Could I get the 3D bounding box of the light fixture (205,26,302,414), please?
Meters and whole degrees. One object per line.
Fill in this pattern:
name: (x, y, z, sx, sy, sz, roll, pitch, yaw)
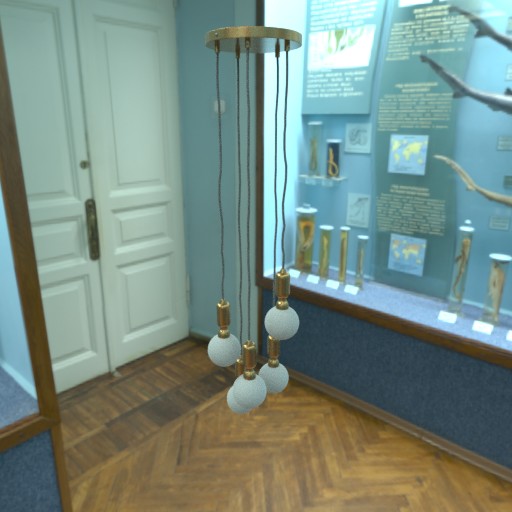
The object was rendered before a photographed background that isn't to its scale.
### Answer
light fixture: (0.000, 0.000, 0.508, 0.108, 0.457, 0.105, 16, 23, 42)
